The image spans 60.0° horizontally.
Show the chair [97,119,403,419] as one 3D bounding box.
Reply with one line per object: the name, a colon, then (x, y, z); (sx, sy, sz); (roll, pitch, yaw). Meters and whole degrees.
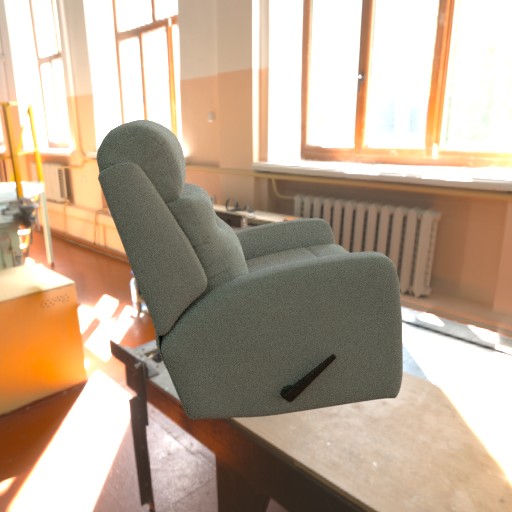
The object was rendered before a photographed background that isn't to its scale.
chair: (0.000, 0.000, 1.729); (1.043, 1.013, 0.798); (-3, 16, -10)
